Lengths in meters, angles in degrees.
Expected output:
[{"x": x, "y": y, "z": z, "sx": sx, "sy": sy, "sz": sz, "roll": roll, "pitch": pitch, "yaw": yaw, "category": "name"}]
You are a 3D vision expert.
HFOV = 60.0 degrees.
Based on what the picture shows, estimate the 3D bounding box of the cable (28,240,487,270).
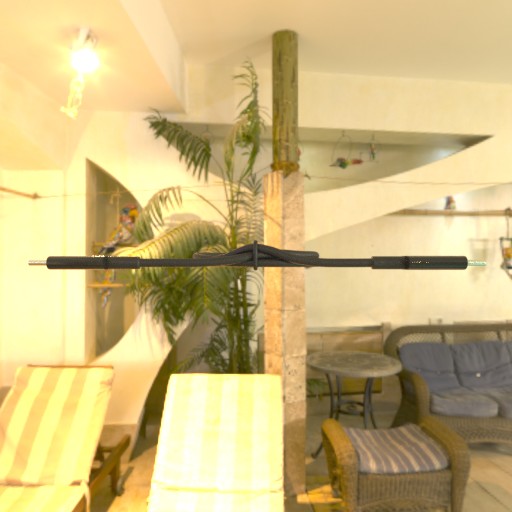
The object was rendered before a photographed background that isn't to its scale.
[{"x": 0.000, "y": 0.000, "z": 0.229, "sx": 0.203, "sy": 0.014, "sz": 0.070, "roll": 0, "pitch": -1, "yaw": 1, "category": "cable"}]
